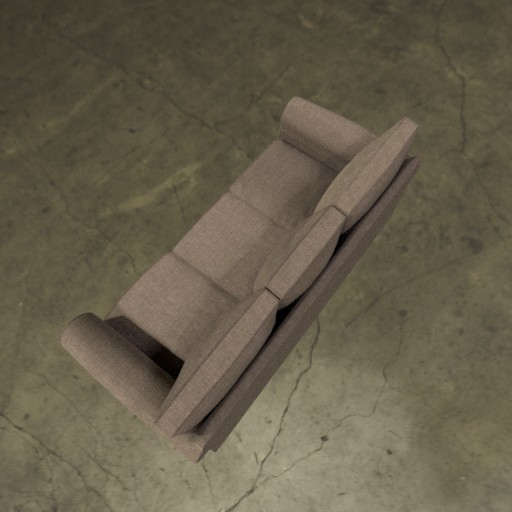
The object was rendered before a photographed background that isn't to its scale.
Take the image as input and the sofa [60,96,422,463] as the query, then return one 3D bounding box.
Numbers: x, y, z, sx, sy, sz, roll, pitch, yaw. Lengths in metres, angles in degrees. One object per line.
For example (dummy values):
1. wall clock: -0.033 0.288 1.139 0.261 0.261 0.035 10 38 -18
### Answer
1. sofa: 0.000 0.000 2.560 0.916 0.961 2.084 35 69 16
